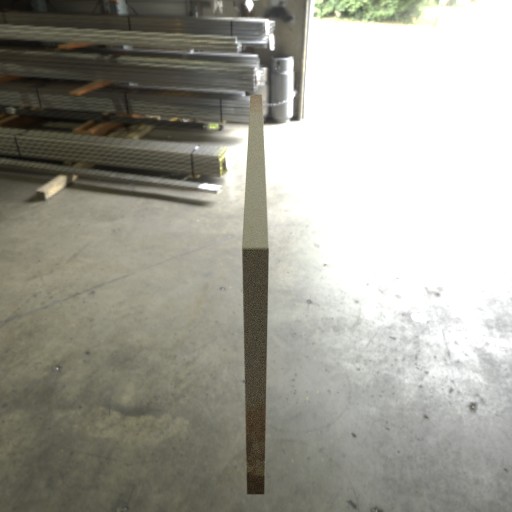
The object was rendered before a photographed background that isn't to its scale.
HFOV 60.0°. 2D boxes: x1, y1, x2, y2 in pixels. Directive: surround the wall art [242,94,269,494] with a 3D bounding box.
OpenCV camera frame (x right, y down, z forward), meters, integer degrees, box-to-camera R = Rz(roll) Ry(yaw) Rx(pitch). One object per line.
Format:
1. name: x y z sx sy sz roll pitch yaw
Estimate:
1. wall art: 0.000 0.000 1.156 0.040 0.608 0.916 0 32 0
